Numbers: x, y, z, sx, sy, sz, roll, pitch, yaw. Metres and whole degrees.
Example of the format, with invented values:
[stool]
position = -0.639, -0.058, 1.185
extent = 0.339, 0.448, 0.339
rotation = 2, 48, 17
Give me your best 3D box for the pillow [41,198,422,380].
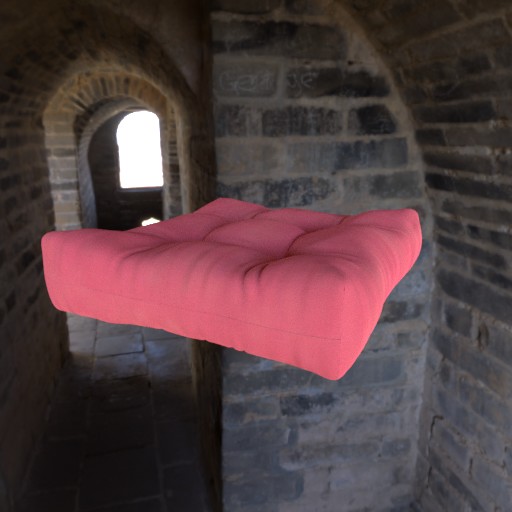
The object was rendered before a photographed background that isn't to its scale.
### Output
[pillow]
position = 0.000, 0.000, 0.735
extent = 0.468, 0.128, 0.490
rotation = 8, 17, 26
